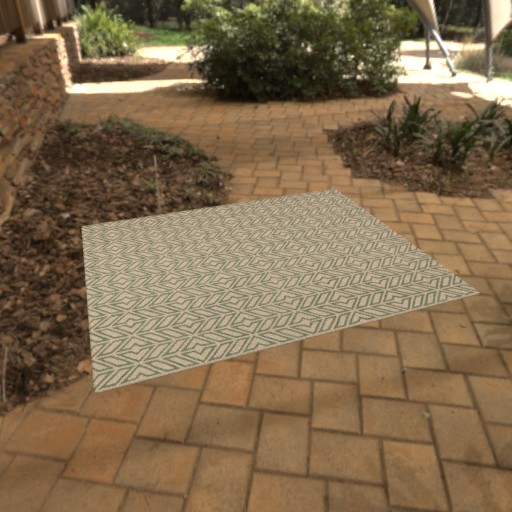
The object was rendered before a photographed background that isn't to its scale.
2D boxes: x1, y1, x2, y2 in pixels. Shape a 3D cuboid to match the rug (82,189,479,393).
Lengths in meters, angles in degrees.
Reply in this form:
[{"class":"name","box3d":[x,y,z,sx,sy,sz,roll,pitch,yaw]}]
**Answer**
[{"class":"rug","box3d":[0.000,0.000,4.186,3.050,0.017,2.441,-11,32,-18]}]
